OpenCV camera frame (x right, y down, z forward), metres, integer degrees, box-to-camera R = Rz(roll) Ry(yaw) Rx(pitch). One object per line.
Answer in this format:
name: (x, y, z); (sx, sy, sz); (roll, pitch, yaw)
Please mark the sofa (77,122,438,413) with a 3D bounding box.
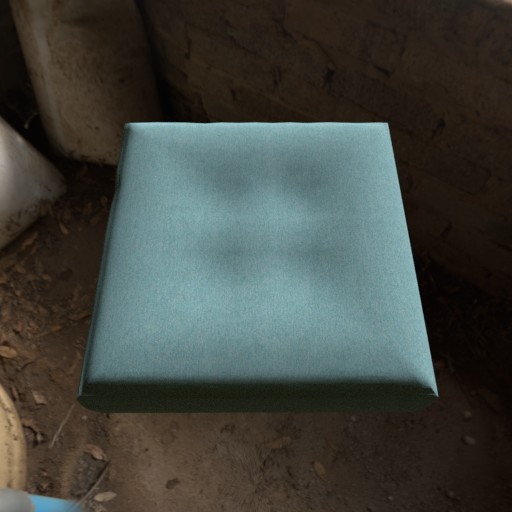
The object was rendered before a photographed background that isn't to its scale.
sofa: (0.000, 0.000, 1.419); (0.930, 0.330, 0.930); (0, 63, 0)
